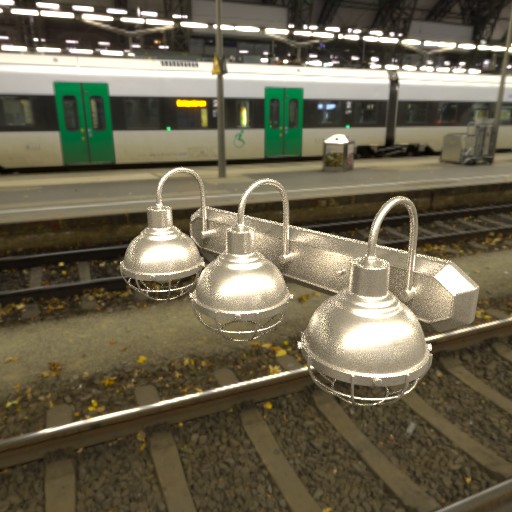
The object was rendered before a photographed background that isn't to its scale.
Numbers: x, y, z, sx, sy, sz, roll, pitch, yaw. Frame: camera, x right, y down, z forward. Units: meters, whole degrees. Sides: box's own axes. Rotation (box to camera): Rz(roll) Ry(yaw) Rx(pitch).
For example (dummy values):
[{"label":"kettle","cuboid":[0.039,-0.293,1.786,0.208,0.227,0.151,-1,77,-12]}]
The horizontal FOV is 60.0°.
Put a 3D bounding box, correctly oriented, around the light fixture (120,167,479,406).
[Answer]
[{"label":"light fixture","cuboid":[0.000,0.000,0.741,0.229,0.254,0.634,-16,24,-42]}]
